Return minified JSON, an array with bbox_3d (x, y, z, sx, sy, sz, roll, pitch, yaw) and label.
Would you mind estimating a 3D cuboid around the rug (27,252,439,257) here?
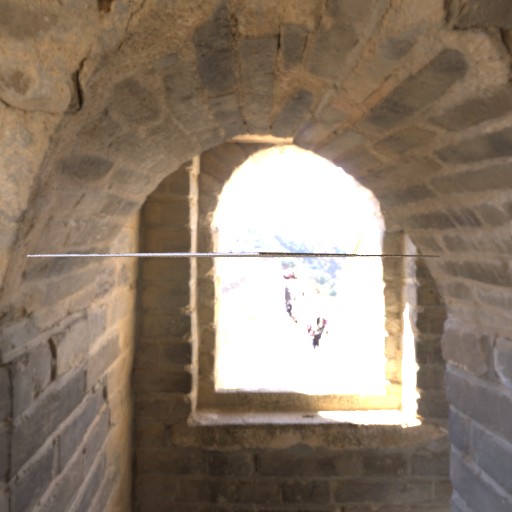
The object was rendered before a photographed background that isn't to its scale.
[{"bbox_3d":[0.000,0.000,4.102,2.423,0.014,3.040,0,-1,38],"label":"rug"}]
